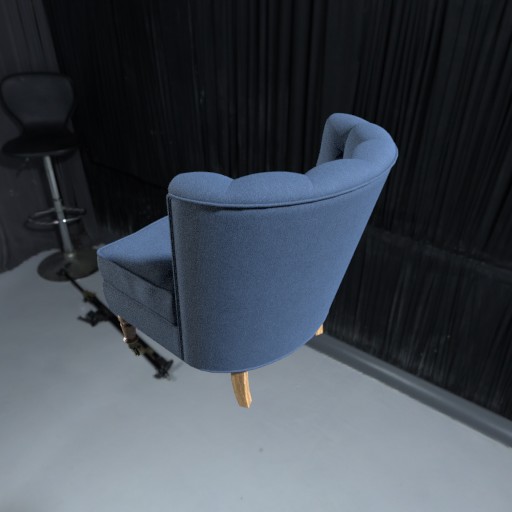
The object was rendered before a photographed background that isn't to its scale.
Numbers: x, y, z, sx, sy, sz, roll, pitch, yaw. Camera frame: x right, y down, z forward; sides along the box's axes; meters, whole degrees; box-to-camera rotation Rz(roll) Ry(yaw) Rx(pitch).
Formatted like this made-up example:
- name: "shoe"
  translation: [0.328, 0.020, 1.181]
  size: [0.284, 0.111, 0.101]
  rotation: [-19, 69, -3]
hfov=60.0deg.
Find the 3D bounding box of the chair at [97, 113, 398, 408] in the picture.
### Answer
- name: "chair"
  translation: [0.000, 0.000, 1.369]
  size: [0.718, 0.771, 0.740]
  rotation: [22, 38, 32]
